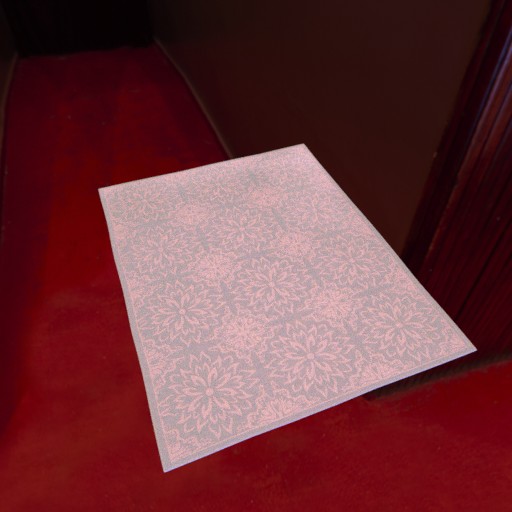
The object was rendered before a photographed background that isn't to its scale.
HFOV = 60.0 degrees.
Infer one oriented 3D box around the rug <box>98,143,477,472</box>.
[{"bbox_3d":[0.000,0.000,3.949,2.363,0.012,2.980,-16,49,-14],"label":"rug"}]
